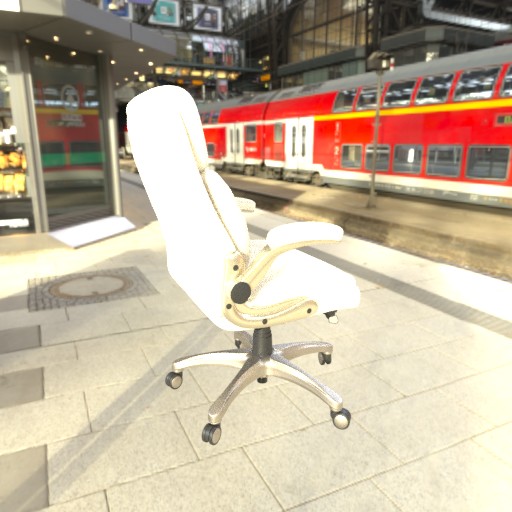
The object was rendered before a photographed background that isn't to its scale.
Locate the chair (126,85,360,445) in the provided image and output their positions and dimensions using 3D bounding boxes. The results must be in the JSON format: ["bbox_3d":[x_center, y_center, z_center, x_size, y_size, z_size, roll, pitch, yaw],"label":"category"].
[{"bbox_3d":[0.000,0.000,1.618,0.794,1.110,0.740,-8,17,-27],"label":"chair"}]
